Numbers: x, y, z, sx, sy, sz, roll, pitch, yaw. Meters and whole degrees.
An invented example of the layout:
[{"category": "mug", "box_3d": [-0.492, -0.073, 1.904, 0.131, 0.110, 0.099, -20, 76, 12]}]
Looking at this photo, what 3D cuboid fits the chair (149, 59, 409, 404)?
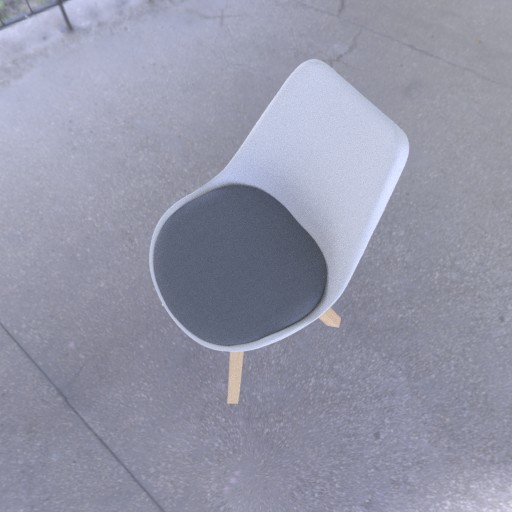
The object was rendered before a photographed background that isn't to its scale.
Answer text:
[{"category": "chair", "box_3d": [0.000, 0.000, 1.196, 0.550, 0.850, 0.485, -33, 68, -15]}]
